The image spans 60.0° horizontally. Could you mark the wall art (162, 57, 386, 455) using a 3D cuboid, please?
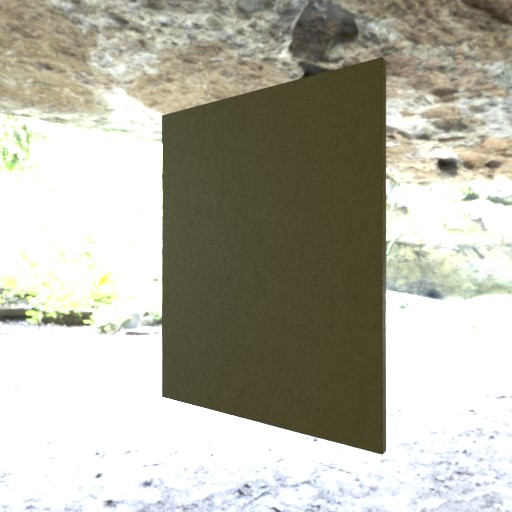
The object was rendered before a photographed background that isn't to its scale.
[{"bbox_3d":[0.000,0.000,1.357,0.798,1.002,0.030,0,0,35],"label":"wall art"}]
